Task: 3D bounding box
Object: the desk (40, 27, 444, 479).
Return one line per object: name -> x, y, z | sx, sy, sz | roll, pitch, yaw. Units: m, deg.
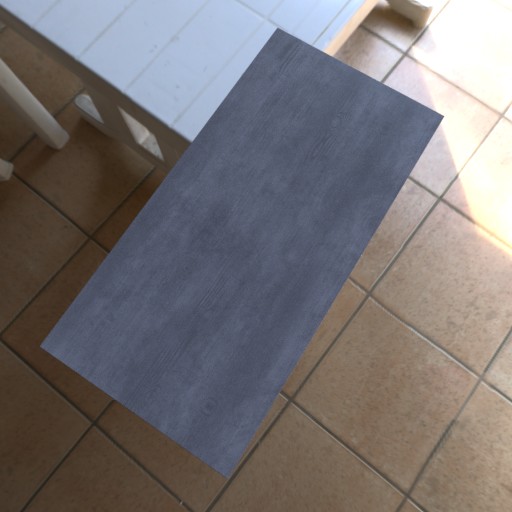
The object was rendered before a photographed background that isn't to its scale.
desk -> 0.000, 0.000, 1.623 | 0.600, 0.740, 1.200 | 32, 78, 8
